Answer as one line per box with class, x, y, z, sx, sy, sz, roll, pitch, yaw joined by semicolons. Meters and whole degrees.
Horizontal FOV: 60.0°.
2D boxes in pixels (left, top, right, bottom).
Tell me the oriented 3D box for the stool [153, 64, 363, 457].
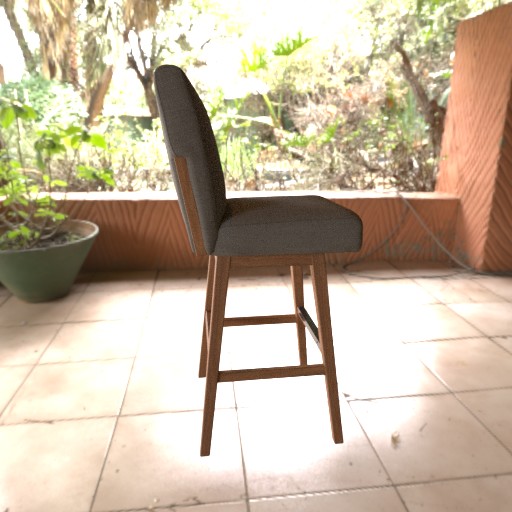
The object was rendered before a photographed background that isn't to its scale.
stool;0.000;0.000;1.445;0.570;1.112;0.483;-2;15;-8
